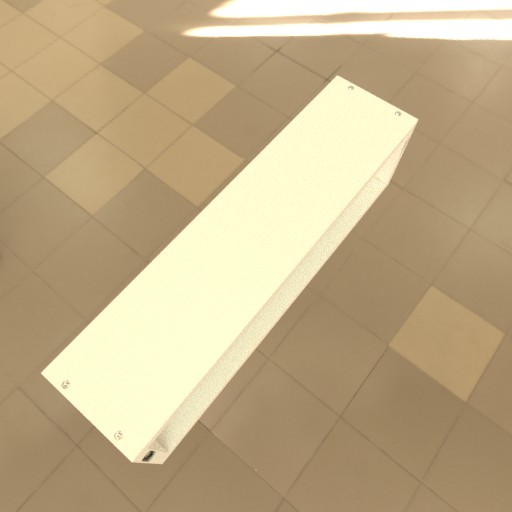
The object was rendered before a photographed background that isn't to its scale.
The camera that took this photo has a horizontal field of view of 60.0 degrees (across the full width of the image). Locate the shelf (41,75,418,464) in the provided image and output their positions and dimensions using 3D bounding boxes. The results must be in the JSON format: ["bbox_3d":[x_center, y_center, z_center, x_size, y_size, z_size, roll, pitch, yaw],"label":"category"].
[{"bbox_3d":[0.000,0.000,0.672,0.150,0.170,0.610,36,69,16],"label":"shelf"}]
